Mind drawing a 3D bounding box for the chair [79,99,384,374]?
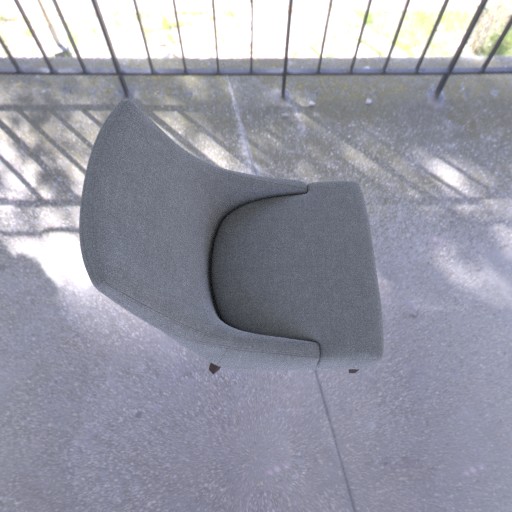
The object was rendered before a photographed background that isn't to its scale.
[{"bbox_3d":[0.000,0.000,1.494,0.861,0.909,0.701,-1,65,0],"label":"chair"}]
